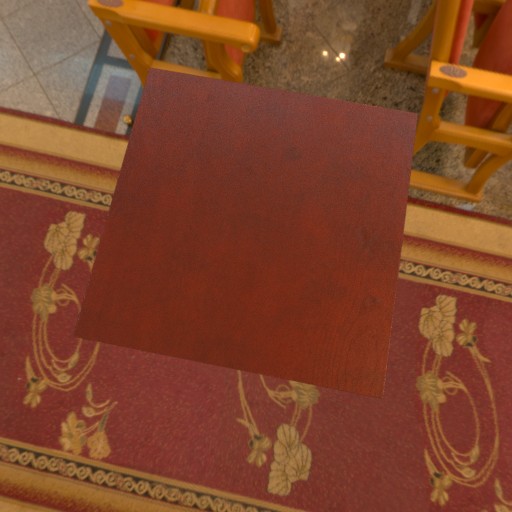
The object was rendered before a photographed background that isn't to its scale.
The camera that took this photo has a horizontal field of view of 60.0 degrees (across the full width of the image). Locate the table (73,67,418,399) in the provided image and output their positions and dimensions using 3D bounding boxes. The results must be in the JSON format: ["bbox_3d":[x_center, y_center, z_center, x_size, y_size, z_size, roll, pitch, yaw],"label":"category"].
[{"bbox_3d":[0.000,0.000,1.025,0.522,0.558,0.523,13,77,3],"label":"table"}]
